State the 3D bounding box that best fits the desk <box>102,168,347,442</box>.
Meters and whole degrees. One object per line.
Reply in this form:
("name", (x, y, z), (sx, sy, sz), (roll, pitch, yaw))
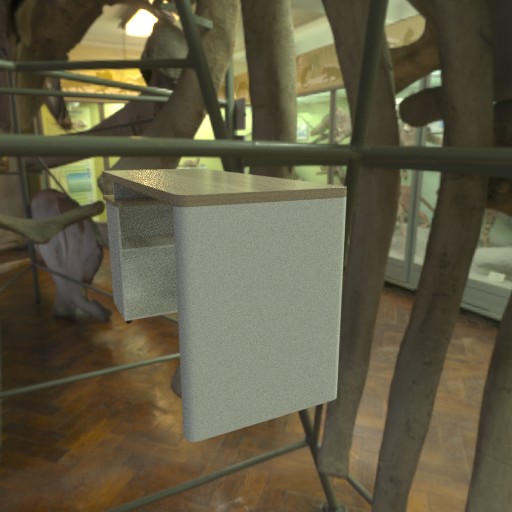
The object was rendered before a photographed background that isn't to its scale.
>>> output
("desk", (0.000, 0.000, 2.137), (1.175, 0.770, 1.400), (-7, 15, -26))
